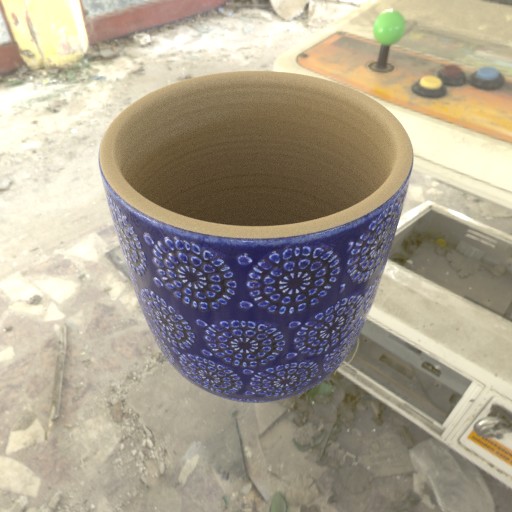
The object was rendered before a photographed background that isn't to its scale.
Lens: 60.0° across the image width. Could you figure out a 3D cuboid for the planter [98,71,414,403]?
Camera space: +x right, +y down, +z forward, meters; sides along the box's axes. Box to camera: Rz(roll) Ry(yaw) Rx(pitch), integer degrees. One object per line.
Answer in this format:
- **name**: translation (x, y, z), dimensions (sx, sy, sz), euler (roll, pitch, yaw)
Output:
- **planter**: translation (0.000, 0.000, 0.334), dimensions (0.184, 0.206, 0.184), euler (0, 45, 0)
